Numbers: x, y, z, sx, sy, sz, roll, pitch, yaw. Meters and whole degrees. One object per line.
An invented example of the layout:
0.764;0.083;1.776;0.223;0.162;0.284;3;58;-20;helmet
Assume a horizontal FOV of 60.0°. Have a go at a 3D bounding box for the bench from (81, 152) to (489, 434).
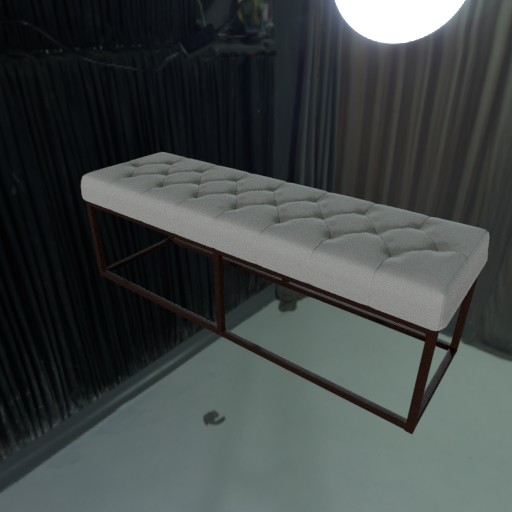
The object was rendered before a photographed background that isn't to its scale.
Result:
0.000;0.000;1.693;1.488;0.488;0.479;20;34;32;bench
